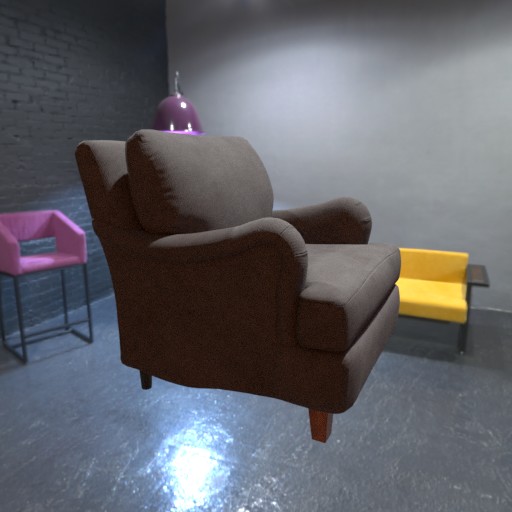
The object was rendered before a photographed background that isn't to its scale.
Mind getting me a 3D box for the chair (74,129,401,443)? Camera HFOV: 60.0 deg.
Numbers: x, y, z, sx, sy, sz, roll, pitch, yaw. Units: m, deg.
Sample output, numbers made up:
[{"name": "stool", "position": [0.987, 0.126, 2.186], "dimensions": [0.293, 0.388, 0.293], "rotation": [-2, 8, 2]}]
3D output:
[{"name": "chair", "position": [0.000, 0.000, 1.847], "dimensions": [1.070, 0.997, 0.955], "rotation": [6, 14, 26]}]
